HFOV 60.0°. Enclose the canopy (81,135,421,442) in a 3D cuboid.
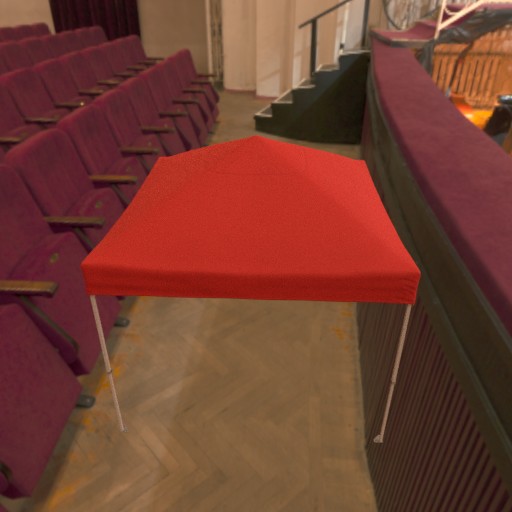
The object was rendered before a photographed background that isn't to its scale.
[{"bbox_3d":[0.000,0.000,5.505,2.996,2.997,2.998,1,31,2],"label":"canopy"}]
